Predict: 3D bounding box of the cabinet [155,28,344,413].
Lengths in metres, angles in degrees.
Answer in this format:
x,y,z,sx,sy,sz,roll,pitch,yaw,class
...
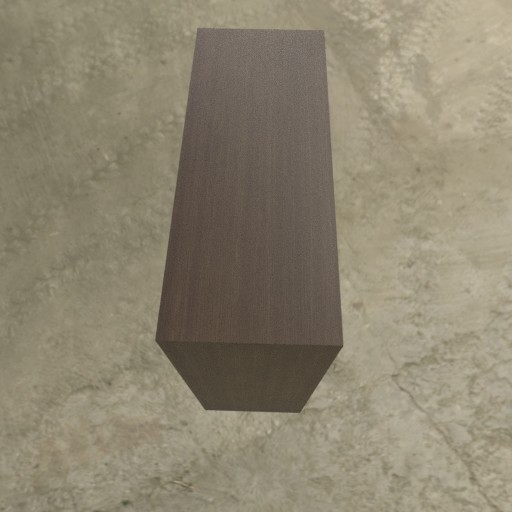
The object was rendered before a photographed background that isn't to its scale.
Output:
x,y,z,sx,sy,sz,roll,pitch,yaw,class
0.000,0.000,1.689,0.400,1.170,1.010,1,63,1,cabinet
